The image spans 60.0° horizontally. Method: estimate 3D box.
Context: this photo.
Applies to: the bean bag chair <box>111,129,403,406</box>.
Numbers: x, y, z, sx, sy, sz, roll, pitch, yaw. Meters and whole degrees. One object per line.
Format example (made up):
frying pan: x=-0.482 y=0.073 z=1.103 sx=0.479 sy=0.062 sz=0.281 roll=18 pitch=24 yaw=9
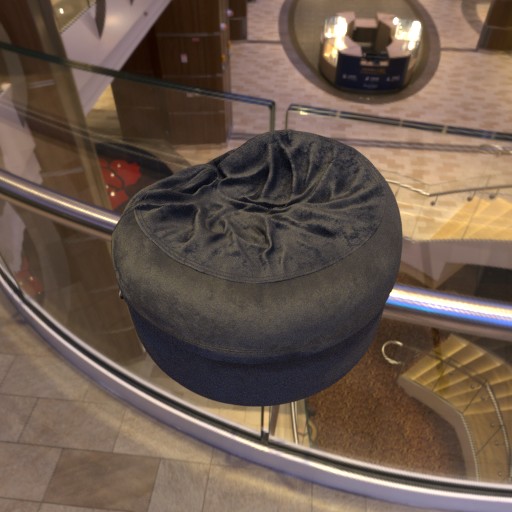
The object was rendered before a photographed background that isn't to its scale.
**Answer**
bean bag chair: x=0.000 y=0.000 z=1.520 sx=0.918 sy=0.605 sz=0.918 roll=0 pitch=45 yaw=0
